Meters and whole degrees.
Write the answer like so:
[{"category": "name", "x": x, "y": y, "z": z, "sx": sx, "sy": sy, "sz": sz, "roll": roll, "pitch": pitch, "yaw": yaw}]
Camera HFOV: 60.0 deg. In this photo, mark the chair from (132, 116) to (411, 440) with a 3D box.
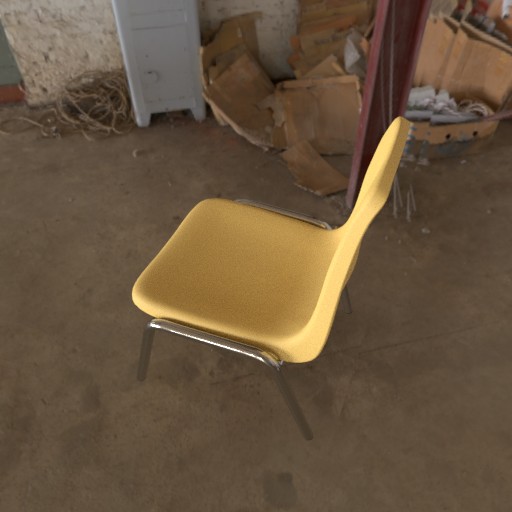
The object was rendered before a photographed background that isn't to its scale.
[{"category": "chair", "x": 0.000, "y": 0.000, "z": 0.772, "sx": 0.385, "sy": 0.536, "sz": 0.354, "roll": 16, "pitch": 48, "yaw": 15}]
